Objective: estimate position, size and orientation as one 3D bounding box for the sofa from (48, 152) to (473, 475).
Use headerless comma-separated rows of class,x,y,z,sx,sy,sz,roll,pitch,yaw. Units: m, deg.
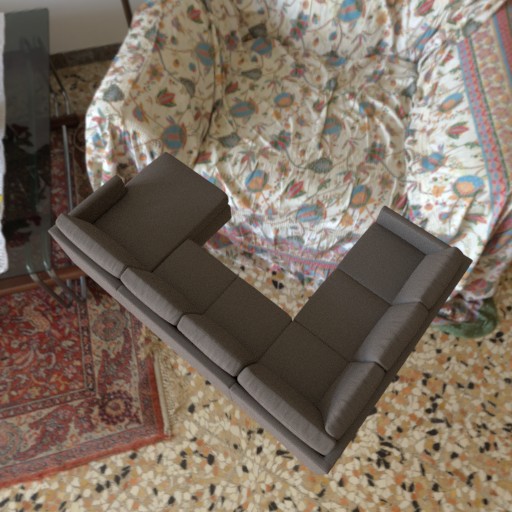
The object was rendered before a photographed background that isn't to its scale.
sofa,0.000,0.000,4.569,3.460,0.882,2.427,36,68,17
